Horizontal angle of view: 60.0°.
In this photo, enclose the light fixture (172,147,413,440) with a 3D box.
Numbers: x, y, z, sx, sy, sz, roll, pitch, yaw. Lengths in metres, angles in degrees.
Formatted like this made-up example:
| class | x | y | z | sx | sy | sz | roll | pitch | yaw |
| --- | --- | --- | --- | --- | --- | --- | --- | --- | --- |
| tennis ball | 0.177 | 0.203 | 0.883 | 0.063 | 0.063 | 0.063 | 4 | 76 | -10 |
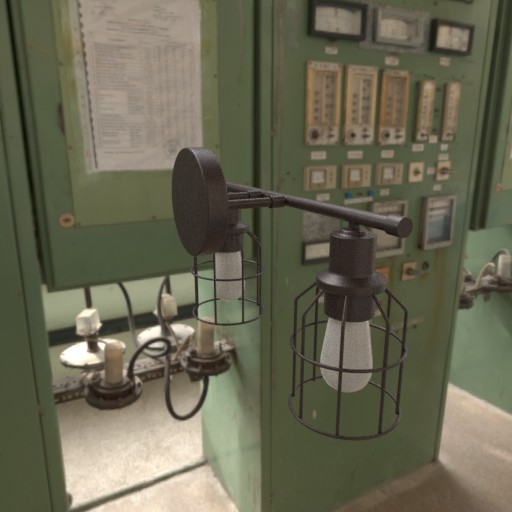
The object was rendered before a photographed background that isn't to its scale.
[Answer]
| class | x | y | z | sx | sy | sz | roll | pitch | yaw |
| --- | --- | --- | --- | --- | --- | --- | --- | --- | --- |
| light fixture | 0.000 | 0.000 | 0.530 | 0.165 | 0.254 | 0.406 | -8 | 17 | -27 |
